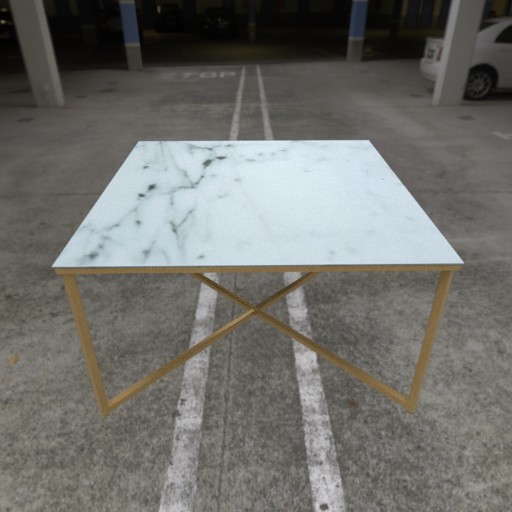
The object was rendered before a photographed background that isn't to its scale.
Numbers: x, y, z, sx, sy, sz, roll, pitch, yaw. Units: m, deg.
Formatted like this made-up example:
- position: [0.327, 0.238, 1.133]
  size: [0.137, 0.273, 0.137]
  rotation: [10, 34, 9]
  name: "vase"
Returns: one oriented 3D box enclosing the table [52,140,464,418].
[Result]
- position: [0.000, 0.000, 1.316]
  size: [0.800, 0.450, 0.800]
  rotation: [0, 31, -1]
  name: "table"
